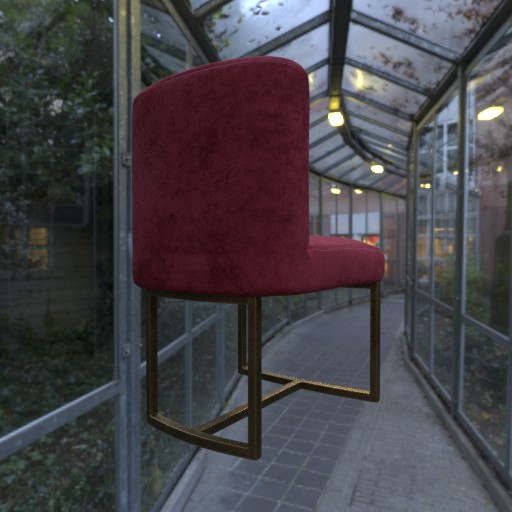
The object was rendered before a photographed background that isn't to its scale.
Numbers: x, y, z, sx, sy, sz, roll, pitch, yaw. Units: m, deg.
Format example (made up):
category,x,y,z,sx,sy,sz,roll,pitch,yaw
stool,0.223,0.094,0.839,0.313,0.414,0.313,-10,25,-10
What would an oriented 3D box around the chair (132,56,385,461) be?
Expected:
category,x,y,z,sx,sy,sz,roll,pitch,yaw
chair,0.000,0.000,1.183,0.530,0.824,0.560,1,2,36
